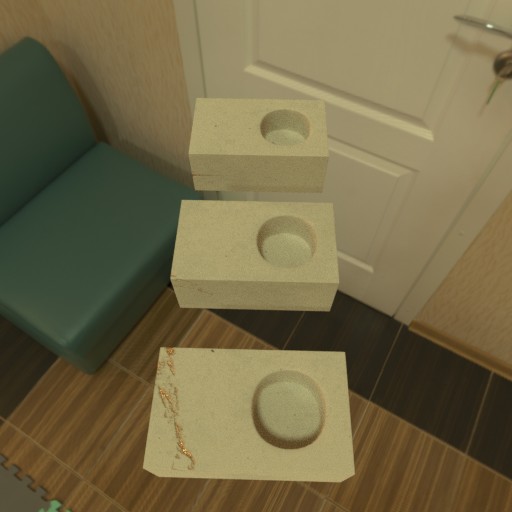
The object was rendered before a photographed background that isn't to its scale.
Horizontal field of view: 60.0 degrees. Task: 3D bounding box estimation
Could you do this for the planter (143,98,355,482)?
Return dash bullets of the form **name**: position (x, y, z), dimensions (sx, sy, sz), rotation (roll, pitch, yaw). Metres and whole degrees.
- **planter**: position (0.000, 0.000, 0.373), dimensions (0.127, 0.051, 0.333), rotation (1, 58, 1)
